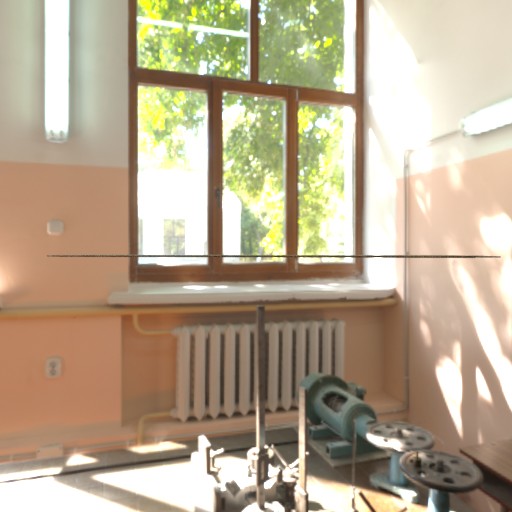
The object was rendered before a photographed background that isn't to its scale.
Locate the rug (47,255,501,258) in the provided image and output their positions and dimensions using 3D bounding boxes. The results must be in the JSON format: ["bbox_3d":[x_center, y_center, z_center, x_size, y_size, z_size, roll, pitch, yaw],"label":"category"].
[{"bbox_3d":[0.000,0.000,2.836,2.664,0.011,0.762,0,0,18],"label":"rug"}]
